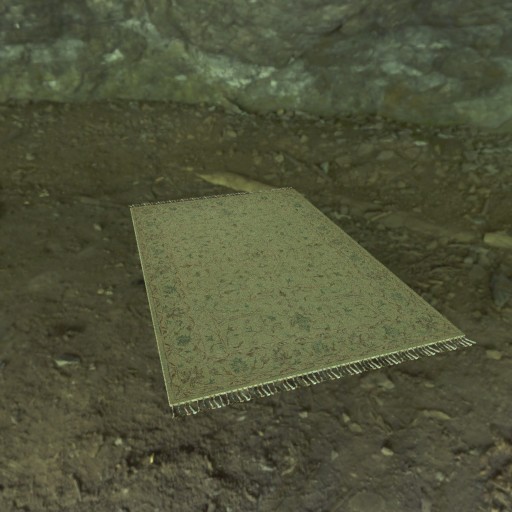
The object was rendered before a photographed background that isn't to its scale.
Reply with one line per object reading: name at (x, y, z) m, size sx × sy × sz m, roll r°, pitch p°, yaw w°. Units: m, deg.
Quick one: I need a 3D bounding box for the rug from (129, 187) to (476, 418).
rug at (0.000, 0.000, 3.022) m, size 1.544 × 0.010 × 2.435 m, roll -9°, pitch 30°, yaw -16°
